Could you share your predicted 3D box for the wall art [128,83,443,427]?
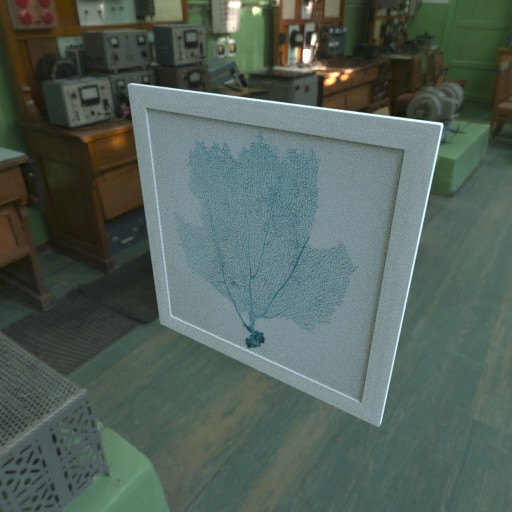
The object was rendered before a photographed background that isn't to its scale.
[{"bbox_3d":[0.000,0.000,0.864,0.584,0.584,0.013,18,35,28],"label":"wall art"}]
